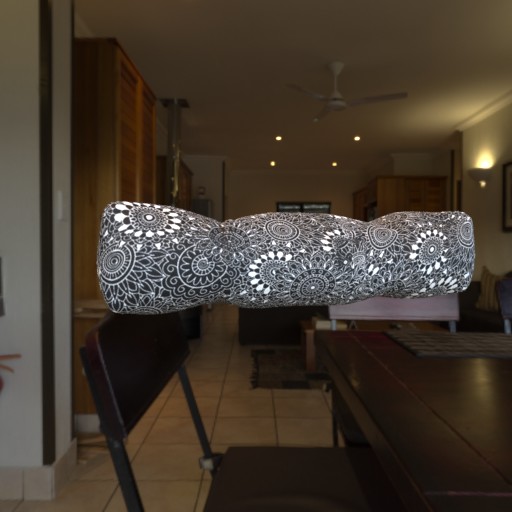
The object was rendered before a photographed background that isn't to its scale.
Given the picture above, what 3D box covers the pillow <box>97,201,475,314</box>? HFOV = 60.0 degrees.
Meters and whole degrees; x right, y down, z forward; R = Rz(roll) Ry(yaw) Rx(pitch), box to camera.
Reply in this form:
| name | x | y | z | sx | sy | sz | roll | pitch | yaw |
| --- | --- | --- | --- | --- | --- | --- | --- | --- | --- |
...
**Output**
| name | x | y | z | sx | sy | sz | roll | pitch | yaw |
| --- | --- | --- | --- | --- | --- | --- | --- | --- | --- |
| pillow | 0.000 | 0.000 | 0.732 | 0.490 | 0.128 | 0.468 | 0 | 1 | -19 |
